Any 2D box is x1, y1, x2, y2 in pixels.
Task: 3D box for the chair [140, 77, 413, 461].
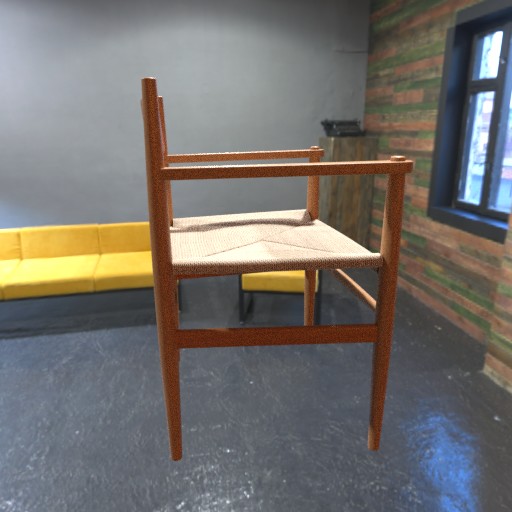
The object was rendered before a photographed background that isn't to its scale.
[{"bbox_3d":[0.000,0.000,1.086,0.495,0.762,0.556,-3,16,-10],"label":"chair"}]
